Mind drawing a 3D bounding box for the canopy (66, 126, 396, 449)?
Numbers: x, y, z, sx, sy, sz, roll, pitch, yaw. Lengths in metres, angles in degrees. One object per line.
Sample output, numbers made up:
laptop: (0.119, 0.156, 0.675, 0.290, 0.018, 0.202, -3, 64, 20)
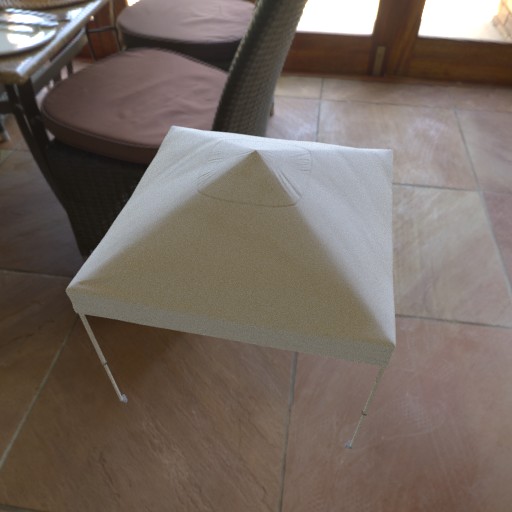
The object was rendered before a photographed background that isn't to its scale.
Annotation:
canopy: (0.000, 0.000, 5.406, 2.998, 2.997, 2.996, 8, 47, 8)
